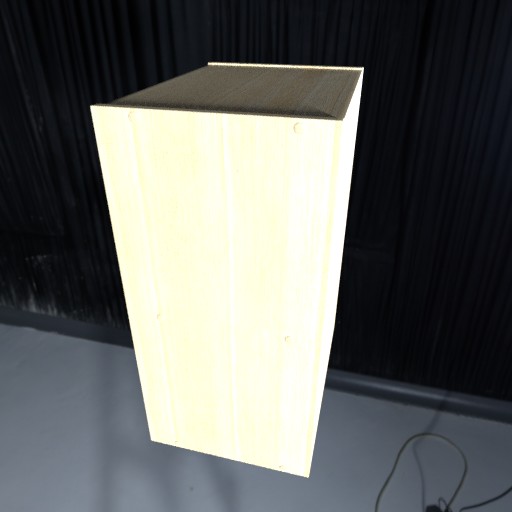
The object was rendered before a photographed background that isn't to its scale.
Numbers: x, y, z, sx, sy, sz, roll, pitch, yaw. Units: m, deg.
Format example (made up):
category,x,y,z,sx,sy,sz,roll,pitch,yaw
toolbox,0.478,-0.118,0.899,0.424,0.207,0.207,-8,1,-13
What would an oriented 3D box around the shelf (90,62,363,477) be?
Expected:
category,x,y,z,sx,sy,sz,roll,pitch,yaw
shelf,0.000,0.000,0.801,0.290,0.592,0.414,7,31,13
